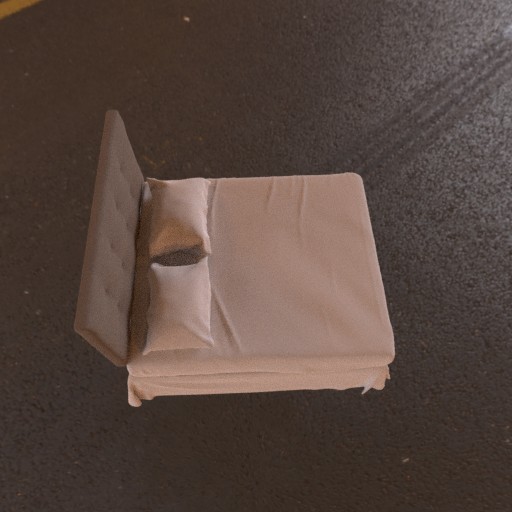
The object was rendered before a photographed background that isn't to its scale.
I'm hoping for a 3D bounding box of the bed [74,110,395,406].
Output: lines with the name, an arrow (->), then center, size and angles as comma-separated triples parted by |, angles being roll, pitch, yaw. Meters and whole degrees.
bed -> 0.000, 0.000, 3.473 | 2.222, 1.577, 1.936 | -2, 63, -1
